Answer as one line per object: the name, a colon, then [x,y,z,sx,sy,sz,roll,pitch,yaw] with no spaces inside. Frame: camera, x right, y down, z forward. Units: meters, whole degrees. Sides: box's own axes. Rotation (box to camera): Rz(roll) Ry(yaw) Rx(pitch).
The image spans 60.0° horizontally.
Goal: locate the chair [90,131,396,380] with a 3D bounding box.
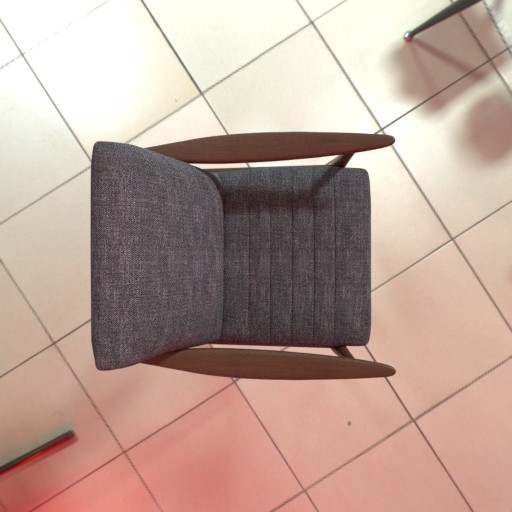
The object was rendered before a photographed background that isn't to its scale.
chair: [0.000,0.000,1.451,0.798,0.832,0.741,0,90,0]
